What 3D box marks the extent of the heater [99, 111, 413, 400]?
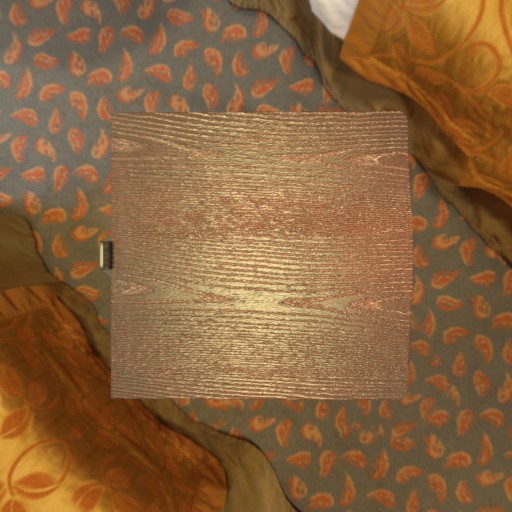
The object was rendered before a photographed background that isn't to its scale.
[{"bbox_3d":[0.000,0.000,0.762,0.400,0.481,0.362,0,90,1],"label":"heater"}]
